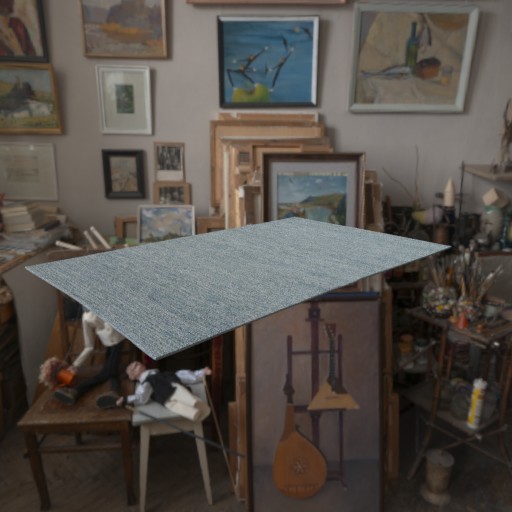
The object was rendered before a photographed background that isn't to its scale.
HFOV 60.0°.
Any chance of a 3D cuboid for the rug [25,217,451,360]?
[{"bbox_3d":[0.000,0.000,2.250,1.853,0.022,1.174,-14,21,-40],"label":"rug"}]
